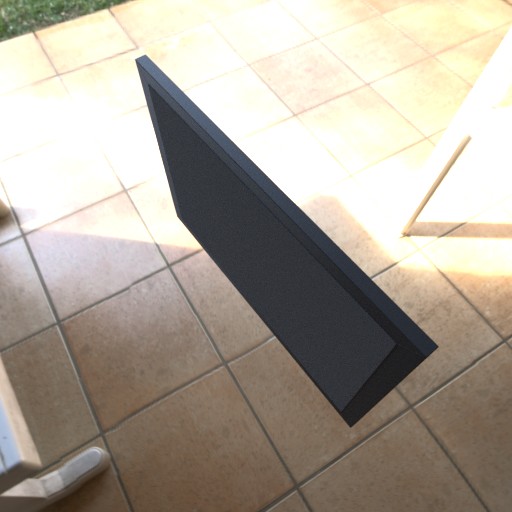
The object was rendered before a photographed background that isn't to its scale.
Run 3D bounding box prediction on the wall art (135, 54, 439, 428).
[{"bbox_3d":[0.000,0.000,0.547,0.016,0.306,0.432,-33,65,-18],"label":"wall art"}]
